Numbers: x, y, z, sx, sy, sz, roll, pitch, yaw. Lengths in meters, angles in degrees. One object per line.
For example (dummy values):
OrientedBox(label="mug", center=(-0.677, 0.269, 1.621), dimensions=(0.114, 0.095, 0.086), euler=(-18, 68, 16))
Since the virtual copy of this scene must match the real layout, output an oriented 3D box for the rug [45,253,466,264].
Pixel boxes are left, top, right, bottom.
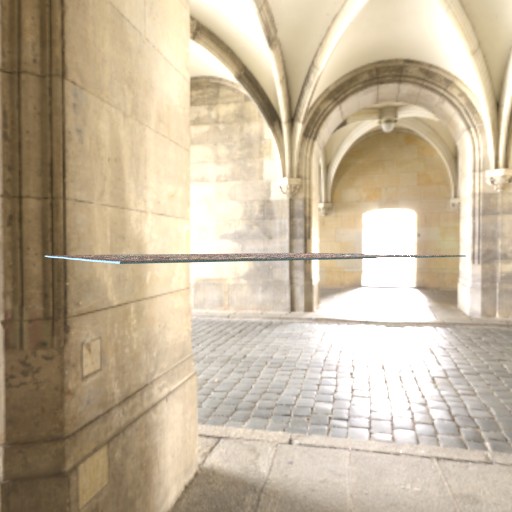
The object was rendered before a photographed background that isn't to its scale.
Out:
OrientedBox(label="rug", center=(0.000, 0.000, 2.988), dimensions=(2.373, 0.009, 1.622), euler=(-1, 1, -35))
